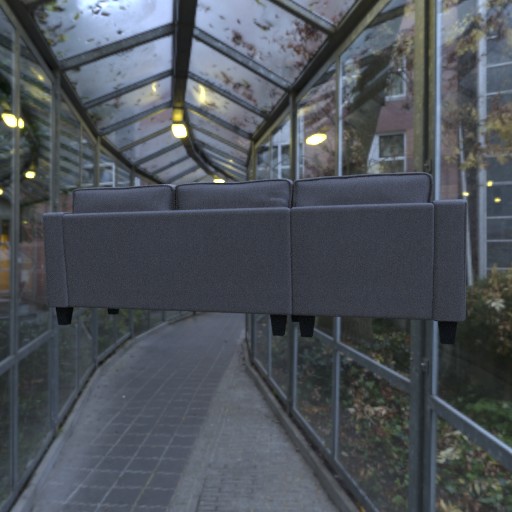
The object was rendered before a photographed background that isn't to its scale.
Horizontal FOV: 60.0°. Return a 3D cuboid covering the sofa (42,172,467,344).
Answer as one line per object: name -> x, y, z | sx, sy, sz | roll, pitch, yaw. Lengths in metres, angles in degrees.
sofa -> 0.000, 0.000, 3.172 | 2.561, 0.928, 1.294 | 0, 0, 16
